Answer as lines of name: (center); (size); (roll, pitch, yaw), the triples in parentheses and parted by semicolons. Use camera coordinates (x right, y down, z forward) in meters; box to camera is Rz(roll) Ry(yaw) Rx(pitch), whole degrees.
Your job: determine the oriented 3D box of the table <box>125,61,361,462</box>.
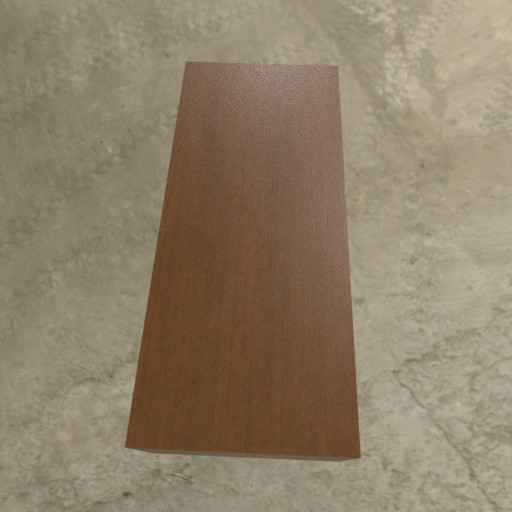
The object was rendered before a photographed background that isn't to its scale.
table: (0.000, 0.000, 1.353); (0.490, 0.464, 1.119); (2, 64, 1)
